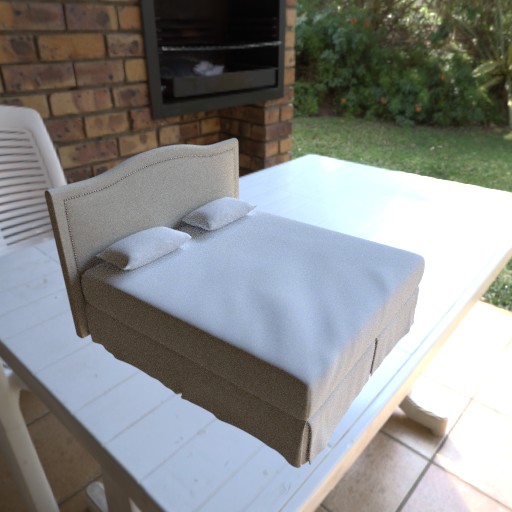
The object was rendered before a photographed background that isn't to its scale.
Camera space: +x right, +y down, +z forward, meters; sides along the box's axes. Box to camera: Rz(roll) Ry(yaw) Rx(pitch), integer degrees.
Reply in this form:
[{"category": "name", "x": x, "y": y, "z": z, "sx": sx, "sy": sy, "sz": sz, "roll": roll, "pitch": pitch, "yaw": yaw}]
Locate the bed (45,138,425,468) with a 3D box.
[{"category": "bed", "x": 0.000, "y": 0.000, "z": 3.540, "sx": 2.182, "sy": 1.421, "sz": 2.083, "roll": 19, "pitch": 33, "yaw": 32}]
